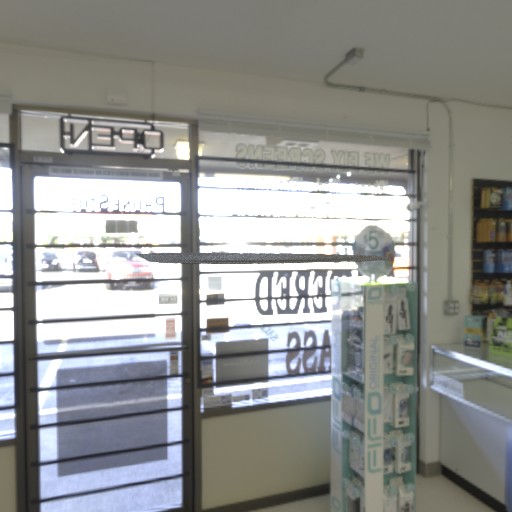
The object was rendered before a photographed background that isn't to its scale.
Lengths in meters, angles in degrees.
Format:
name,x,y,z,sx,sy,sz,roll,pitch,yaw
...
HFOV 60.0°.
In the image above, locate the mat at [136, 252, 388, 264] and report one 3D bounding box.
name,x,y,z,sx,sy,sz,roll,pitch,yaw
mat,0.000,0.000,1.800,0.913,0.013,1.524,0,1,-17
